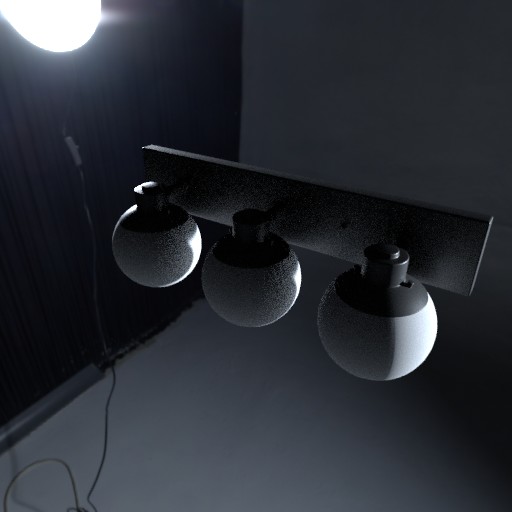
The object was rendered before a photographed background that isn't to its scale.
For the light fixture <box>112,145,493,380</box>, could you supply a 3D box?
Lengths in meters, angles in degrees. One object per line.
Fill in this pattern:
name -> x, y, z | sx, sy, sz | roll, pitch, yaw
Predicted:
light fixture -> 0.000, 0.000, 0.831 | 0.721, 0.263, 0.218 | 18, 34, 29
